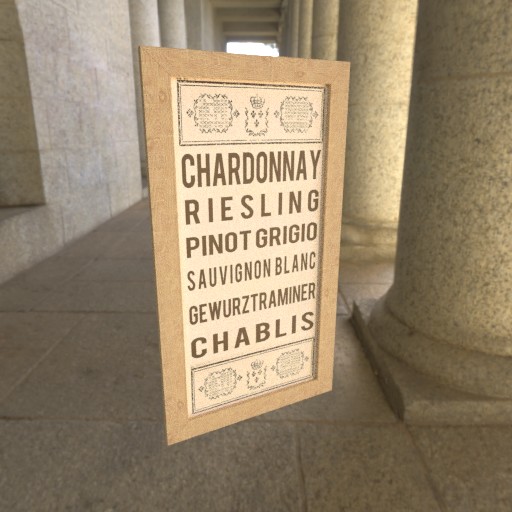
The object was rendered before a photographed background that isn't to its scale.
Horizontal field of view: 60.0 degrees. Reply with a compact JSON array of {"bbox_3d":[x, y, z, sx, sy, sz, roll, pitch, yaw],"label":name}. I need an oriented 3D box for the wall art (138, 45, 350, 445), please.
[{"bbox_3d":[0.000,0.000,0.821,0.381,0.683,0.013,-9,19,-27],"label":"wall art"}]
